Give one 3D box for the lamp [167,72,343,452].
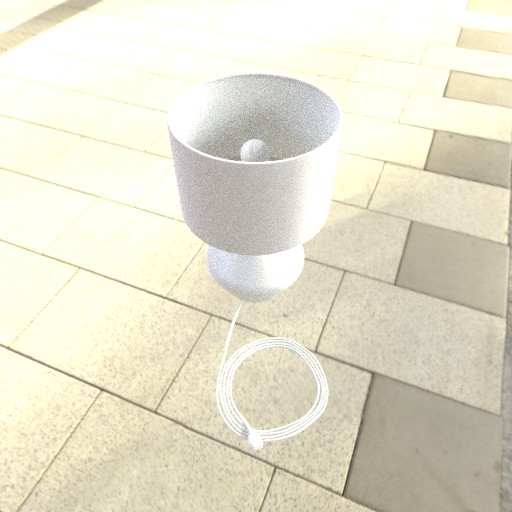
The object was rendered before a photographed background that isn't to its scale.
[{"bbox_3d":[0.000,0.000,0.851,0.401,0.457,0.546,16,49,14],"label":"lamp"}]
